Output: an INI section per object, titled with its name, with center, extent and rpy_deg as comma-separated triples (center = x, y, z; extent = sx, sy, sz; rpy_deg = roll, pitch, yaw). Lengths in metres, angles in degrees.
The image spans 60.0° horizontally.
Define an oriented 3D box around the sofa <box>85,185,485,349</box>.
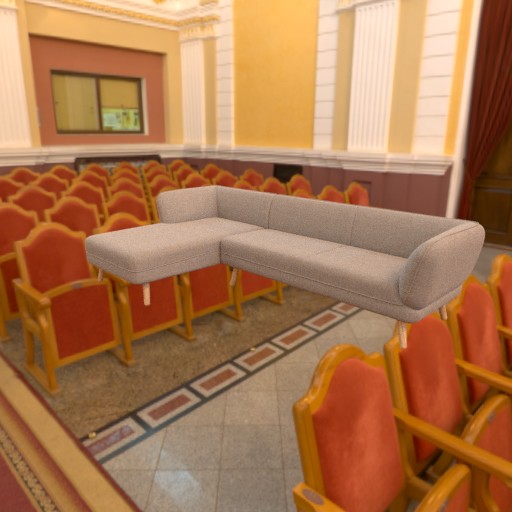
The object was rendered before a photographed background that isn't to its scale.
[sofa]
center = 0.000, 0.000, 3.282
extent = 1.532, 0.693, 2.653
rpy_deg = -16, 22, -43
